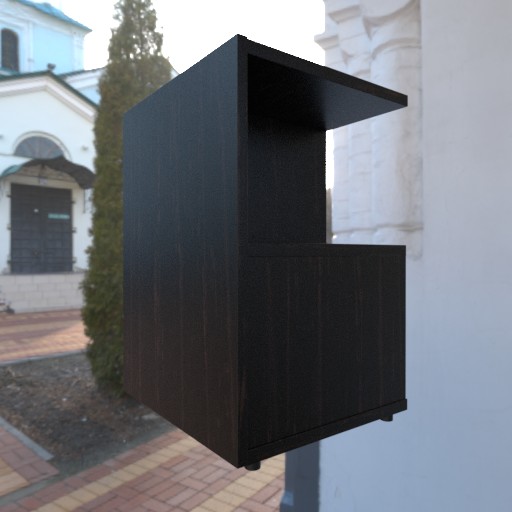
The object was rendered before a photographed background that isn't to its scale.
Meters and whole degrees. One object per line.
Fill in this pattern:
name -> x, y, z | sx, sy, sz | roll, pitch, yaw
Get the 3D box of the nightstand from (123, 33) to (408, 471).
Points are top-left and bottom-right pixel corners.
nightstand -> 0.000, 0.000, 0.820 | 0.356, 0.559, 0.400 | 0, 0, -37
